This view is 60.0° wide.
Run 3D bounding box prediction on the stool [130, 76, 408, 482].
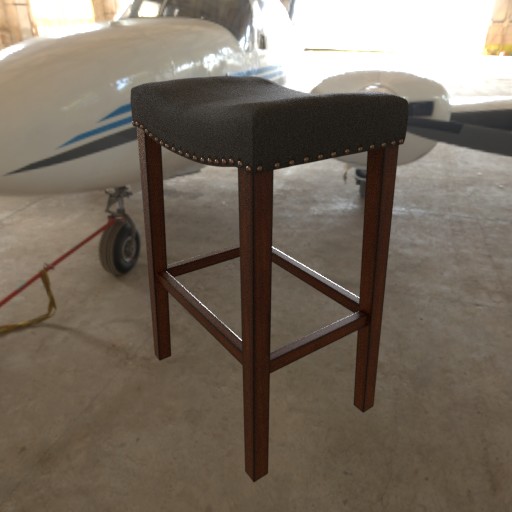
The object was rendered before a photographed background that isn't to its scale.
[{"bbox_3d":[0.000,0.000,1.031,0.366,0.748,0.502,-18,32,-31],"label":"stool"}]
